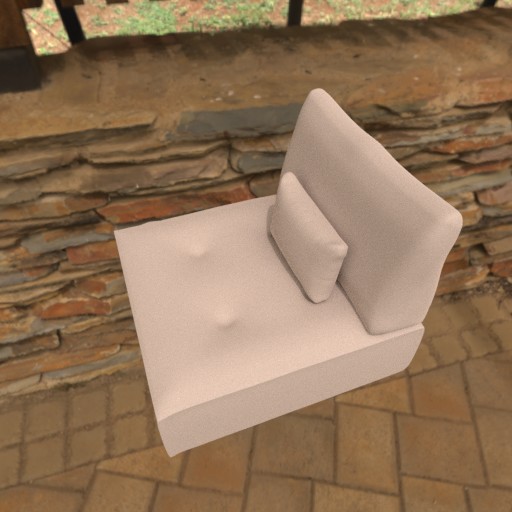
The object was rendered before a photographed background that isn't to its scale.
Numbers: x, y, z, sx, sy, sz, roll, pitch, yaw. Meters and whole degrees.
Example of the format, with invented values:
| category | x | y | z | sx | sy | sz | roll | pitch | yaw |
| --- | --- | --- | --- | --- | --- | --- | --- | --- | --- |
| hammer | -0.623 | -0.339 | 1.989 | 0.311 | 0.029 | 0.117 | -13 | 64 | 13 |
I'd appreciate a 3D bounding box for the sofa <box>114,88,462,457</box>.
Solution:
| category | x | y | z | sx | sy | sz | roll | pitch | yaw |
| --- | --- | --- | --- | --- | --- | --- | --- | --- | --- |
| sofa | 0.000 | 0.000 | 1.703 | 1.000 | 0.828 | 0.935 | -15 | 47 | -14 |
